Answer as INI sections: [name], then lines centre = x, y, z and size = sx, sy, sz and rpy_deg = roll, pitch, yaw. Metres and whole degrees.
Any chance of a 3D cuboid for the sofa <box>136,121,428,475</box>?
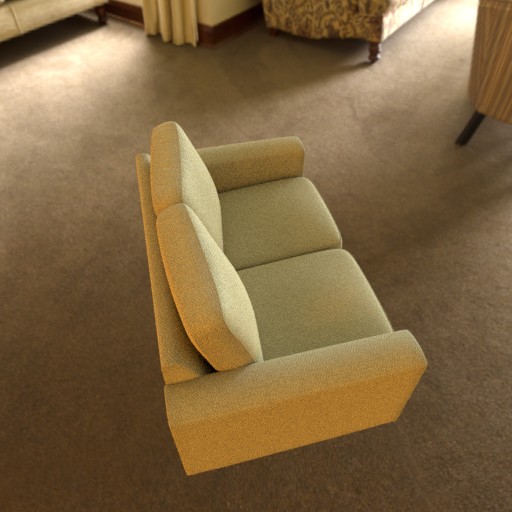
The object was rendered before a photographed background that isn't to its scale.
[sofa]
centre = 0.000, 0.000, 2.194
size = 1.016, 0.873, 1.616
rpy_deg = -11, 48, -10
